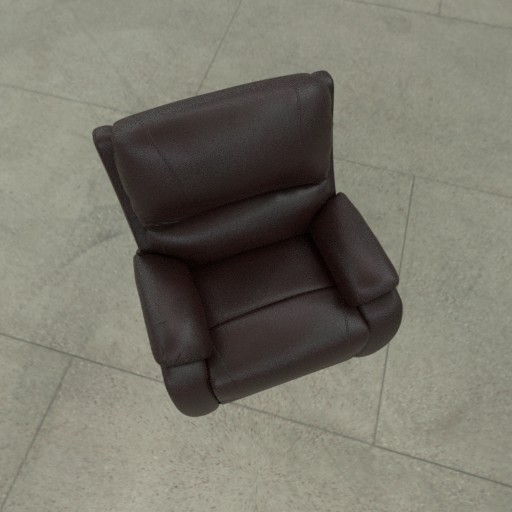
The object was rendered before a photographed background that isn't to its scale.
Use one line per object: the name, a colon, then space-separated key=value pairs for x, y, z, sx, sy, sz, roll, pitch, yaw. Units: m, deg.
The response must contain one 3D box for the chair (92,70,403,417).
chair: x=0.000 y=0.000 z=1.716 sx=0.930 sy=1.011 sz=0.899 roll=-17 pitch=65 yaw=-9
